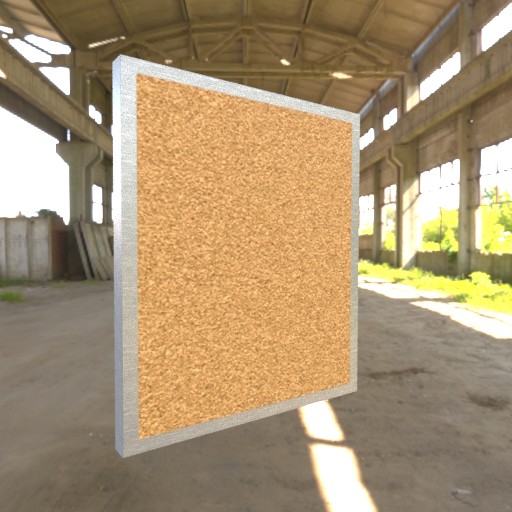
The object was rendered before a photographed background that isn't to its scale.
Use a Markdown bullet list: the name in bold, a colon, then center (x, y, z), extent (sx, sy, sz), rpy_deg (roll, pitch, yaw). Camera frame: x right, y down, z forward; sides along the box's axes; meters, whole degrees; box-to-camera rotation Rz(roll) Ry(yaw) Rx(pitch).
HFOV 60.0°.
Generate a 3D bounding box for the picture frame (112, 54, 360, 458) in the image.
- **picture frame**: center (0.000, 0.000, 0.520), extent (0.327, 0.378, 0.027), rpy_deg (-1, 2, -36)
